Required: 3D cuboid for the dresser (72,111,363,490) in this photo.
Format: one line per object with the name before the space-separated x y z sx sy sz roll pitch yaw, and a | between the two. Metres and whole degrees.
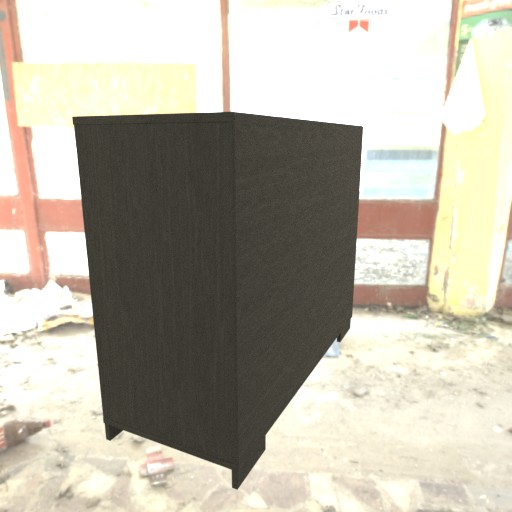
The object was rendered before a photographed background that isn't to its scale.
dresser | 0.000 0.000 1.413 0.404 0.816 0.994 7 16 25
